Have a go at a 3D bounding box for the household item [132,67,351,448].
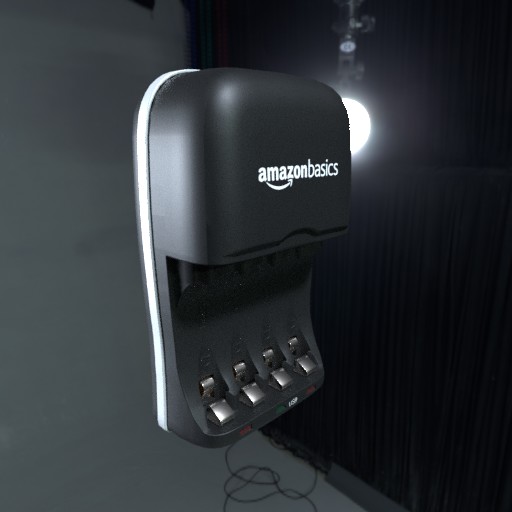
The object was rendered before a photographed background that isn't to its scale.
[{"bbox_3d":[0.000,0.000,0.147,0.038,0.114,0.070,14,20,43],"label":"household item"}]
